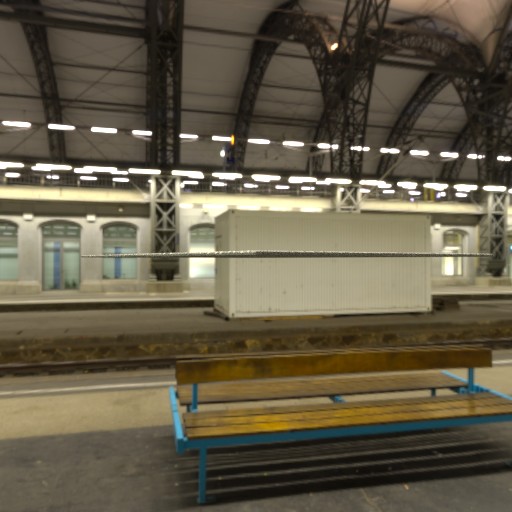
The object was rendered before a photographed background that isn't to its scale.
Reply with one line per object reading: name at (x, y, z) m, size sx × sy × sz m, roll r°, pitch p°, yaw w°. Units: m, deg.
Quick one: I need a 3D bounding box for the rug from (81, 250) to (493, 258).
rug at (0.000, 0.000, 2.757) m, size 1.543 × 0.015 × 2.144 m, roll 0°, pitch -1°, yaw -36°
